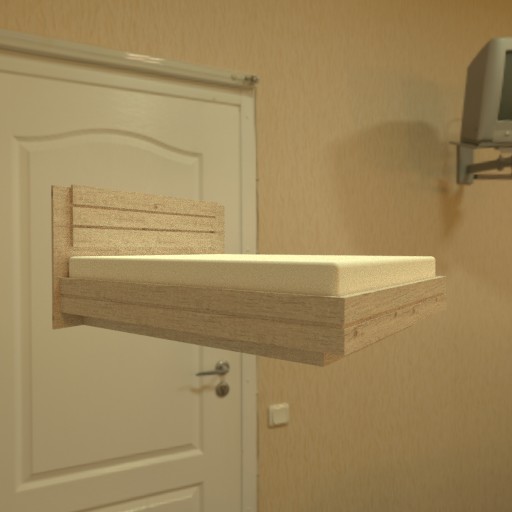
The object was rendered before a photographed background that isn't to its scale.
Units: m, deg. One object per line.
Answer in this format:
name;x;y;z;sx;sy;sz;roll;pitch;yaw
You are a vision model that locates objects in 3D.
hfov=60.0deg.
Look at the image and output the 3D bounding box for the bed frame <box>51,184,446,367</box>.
bed frame;0.000;0.000;3.038;2.080;0.970;1.750;1;1;36
